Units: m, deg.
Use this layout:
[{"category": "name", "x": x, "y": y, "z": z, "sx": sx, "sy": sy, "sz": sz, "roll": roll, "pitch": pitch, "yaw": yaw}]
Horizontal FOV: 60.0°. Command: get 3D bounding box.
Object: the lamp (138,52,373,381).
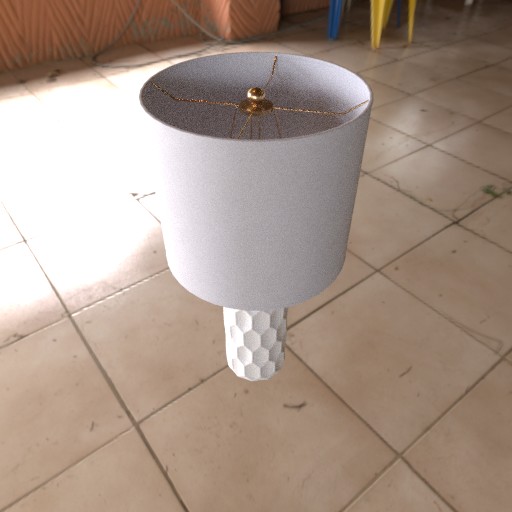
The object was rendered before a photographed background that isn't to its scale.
[{"category": "lamp", "x": 0.000, "y": 0.000, "z": 0.708, "sx": 0.277, "sy": 0.537, "sz": 0.277, "roll": -28, "pitch": 48, "yaw": -28}]
